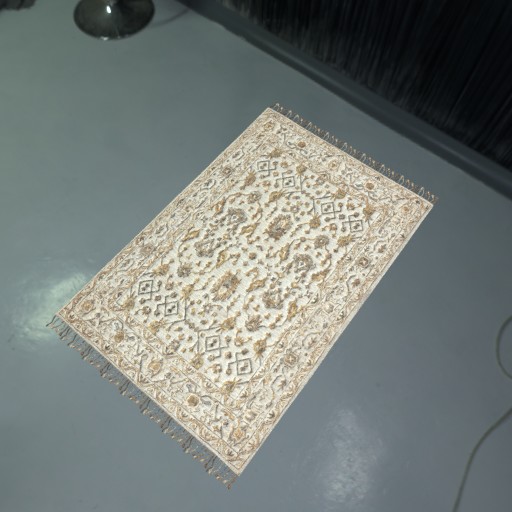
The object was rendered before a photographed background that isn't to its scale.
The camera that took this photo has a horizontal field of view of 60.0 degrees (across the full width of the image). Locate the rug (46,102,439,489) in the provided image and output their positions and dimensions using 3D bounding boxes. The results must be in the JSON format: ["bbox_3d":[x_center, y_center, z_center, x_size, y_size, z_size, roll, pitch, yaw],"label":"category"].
[{"bbox_3d":[0.000,0.000,3.038,1.529,0.027,2.434,35,69,16],"label":"rug"}]
